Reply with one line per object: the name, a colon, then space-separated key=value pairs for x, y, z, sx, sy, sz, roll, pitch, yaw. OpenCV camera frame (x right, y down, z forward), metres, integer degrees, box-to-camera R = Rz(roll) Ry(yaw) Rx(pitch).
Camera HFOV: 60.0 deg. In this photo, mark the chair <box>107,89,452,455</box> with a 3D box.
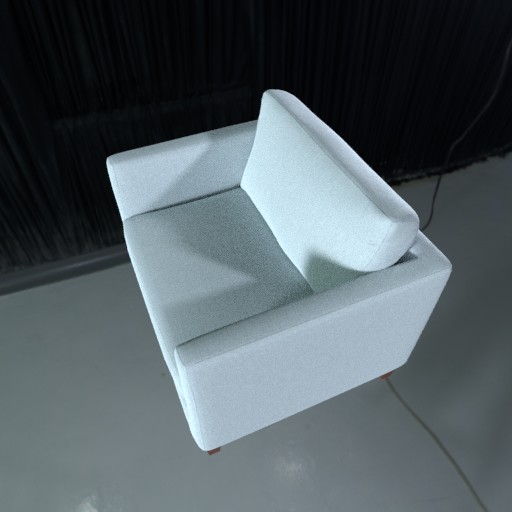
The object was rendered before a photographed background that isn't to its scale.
chair: x=0.000 y=0.000 z=1.829 sx=0.953 sy=0.961 sz=1.107 roll=-18 pitch=50 yaw=-16
